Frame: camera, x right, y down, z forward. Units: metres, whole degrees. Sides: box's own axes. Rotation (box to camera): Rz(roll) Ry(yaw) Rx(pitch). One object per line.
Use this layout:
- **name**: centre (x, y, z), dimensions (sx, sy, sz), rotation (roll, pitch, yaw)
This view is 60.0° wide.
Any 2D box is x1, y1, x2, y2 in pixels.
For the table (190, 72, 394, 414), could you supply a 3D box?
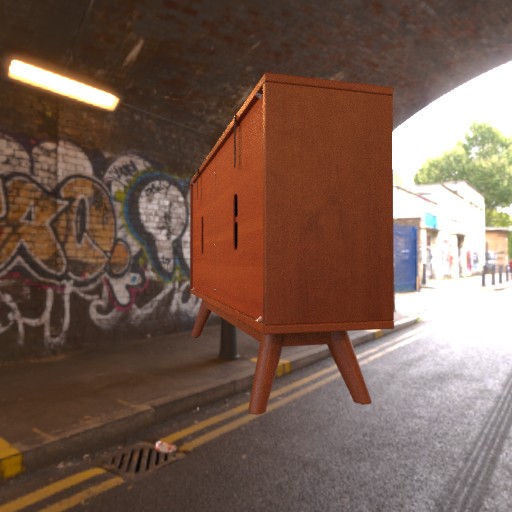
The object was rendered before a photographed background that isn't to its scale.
- **table**: centre (0.000, 0.000, 1.482), dimensions (0.308, 0.698, 1.220), rotation (0, -1, -15)
